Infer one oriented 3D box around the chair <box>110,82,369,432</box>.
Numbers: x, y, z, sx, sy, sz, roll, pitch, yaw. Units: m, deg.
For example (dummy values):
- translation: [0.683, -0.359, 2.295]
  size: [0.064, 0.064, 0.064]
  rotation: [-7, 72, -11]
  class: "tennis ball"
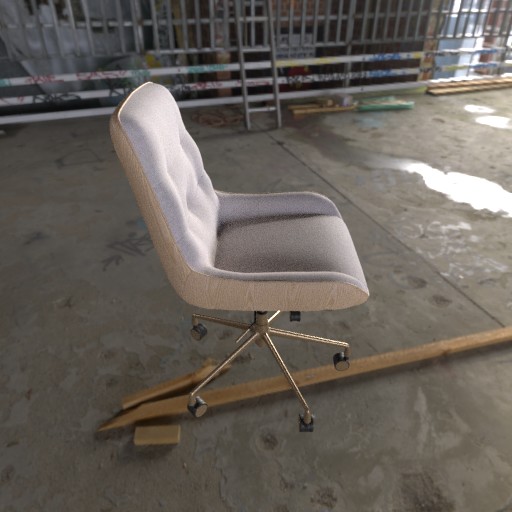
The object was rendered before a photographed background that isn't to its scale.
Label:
- translation: [0.000, 0.000, 1.342]
  size: [0.668, 0.952, 0.564]
  rotation: [0, 33, 0]
  class: "chair"
